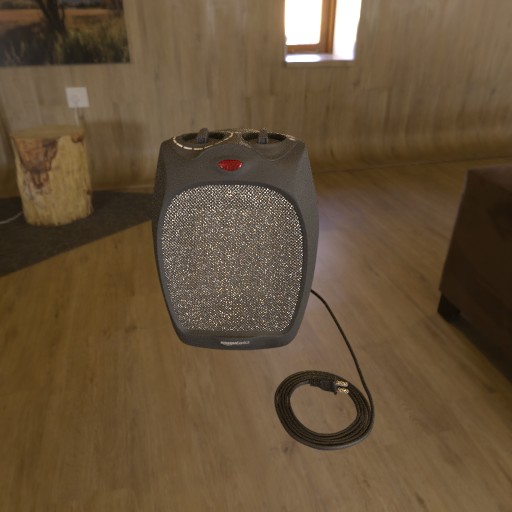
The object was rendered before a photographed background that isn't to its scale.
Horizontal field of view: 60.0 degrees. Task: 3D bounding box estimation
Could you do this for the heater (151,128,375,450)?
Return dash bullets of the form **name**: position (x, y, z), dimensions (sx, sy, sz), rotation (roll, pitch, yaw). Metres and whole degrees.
- **heater**: position (0.000, 0.000, 0.468), dimensions (0.239, 0.240, 0.291), rotation (1, 29, 1)
